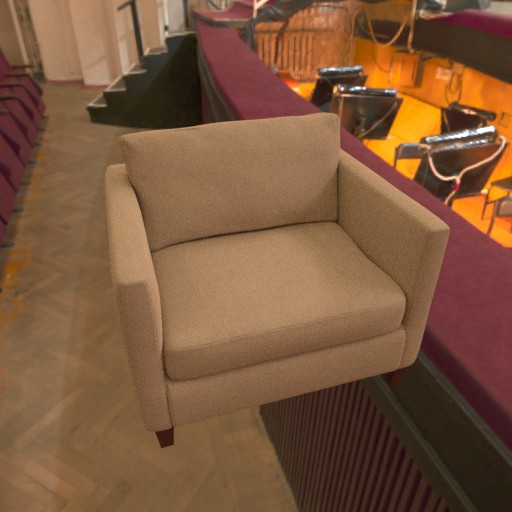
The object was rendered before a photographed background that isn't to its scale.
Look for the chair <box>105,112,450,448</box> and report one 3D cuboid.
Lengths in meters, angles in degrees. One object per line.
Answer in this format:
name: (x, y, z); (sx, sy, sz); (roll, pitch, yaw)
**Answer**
chair: (0.000, 0.000, 1.820); (1.107, 0.961, 0.959); (-10, 34, -15)
